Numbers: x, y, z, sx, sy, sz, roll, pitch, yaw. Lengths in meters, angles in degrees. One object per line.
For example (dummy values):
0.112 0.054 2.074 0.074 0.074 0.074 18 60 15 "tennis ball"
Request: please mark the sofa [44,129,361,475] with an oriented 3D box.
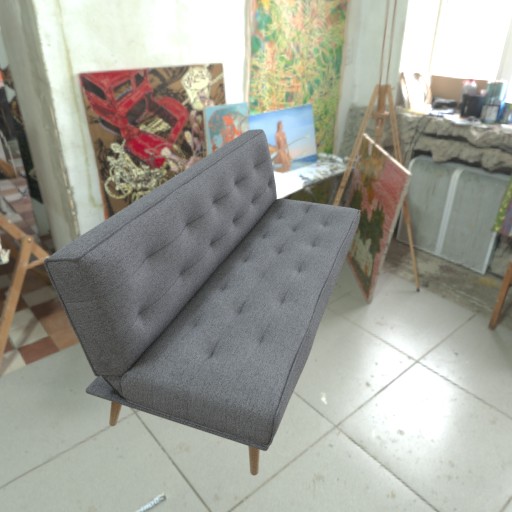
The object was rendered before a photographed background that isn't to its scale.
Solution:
0.000 0.000 2.244 0.810 0.830 1.820 10 31 18 "sofa"
